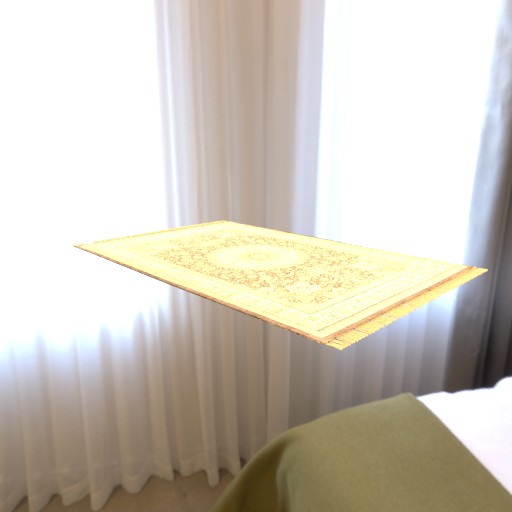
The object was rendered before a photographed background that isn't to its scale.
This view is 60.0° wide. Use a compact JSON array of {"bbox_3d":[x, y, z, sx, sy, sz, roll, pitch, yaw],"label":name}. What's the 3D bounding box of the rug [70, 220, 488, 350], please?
[{"bbox_3d":[0.000,0.000,4.183,2.143,0.015,3.422,-14,20,-43],"label":"rug"}]
